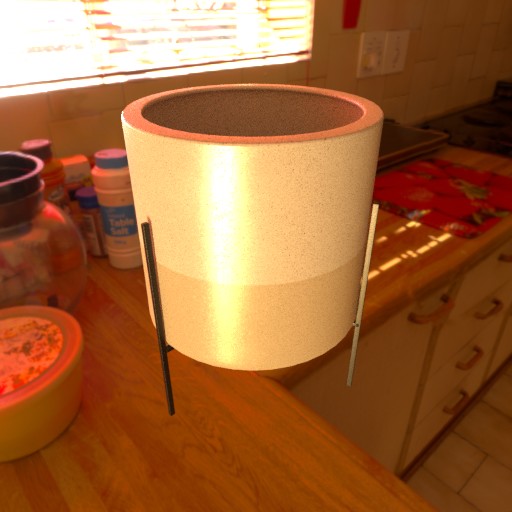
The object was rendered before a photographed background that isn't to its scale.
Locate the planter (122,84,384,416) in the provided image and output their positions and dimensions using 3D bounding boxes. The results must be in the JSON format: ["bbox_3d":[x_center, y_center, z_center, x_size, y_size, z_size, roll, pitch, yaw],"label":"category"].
[{"bbox_3d":[0.000,0.000,0.739,0.368,0.484,0.359,10,32,16],"label":"planter"}]
